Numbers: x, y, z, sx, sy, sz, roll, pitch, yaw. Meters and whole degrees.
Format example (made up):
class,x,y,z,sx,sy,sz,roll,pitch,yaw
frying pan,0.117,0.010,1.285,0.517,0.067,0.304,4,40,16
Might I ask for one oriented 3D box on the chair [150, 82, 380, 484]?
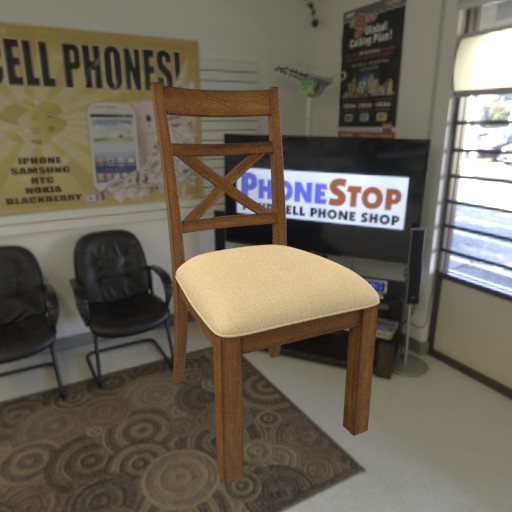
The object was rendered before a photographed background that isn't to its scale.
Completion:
class,x,y,z,sx,sy,sz,roll,pitch,yaw
chair,0.000,0.000,1.263,0.461,0.949,0.581,-8,18,-25
